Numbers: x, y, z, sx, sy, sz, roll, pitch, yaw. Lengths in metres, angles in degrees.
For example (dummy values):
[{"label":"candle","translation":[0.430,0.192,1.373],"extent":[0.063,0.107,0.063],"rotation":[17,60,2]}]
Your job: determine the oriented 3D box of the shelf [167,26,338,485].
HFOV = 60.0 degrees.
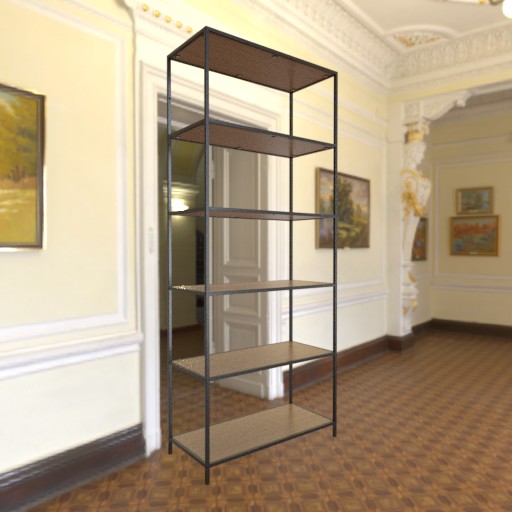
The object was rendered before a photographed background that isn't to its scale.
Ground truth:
[{"label":"shelf","translation":[0.000,0.000,2.155],"extent":[0.770,1.850,0.350],"rotation":[-1,1,-37]}]
